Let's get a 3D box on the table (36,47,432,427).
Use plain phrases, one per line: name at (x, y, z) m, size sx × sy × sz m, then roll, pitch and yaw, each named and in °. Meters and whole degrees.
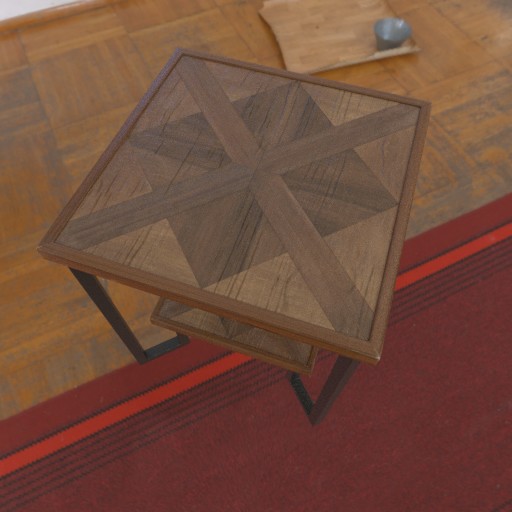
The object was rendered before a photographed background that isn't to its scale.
table at (0.000, 0.000, 0.960) m, size 0.503 × 0.563 × 0.503 m, roll 16°, pitch 60°, yaw 10°
